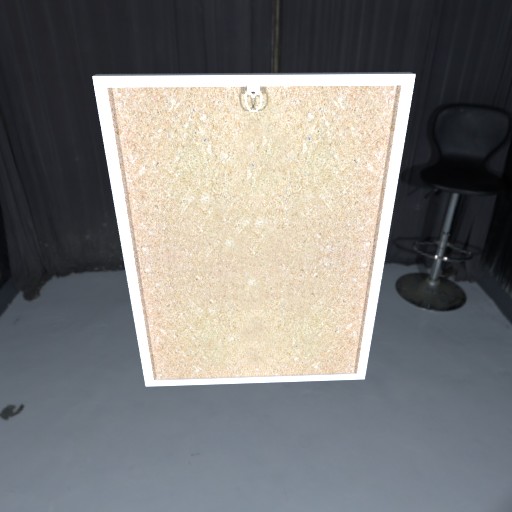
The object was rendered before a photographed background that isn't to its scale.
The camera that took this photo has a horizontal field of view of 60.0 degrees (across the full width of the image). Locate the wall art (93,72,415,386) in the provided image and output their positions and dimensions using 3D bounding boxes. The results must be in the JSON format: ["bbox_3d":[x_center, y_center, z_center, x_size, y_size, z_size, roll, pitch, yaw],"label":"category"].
[{"bbox_3d":[0.000,0.000,1.380,0.805,1.056,0.042,-1,30,-2],"label":"wall art"}]
